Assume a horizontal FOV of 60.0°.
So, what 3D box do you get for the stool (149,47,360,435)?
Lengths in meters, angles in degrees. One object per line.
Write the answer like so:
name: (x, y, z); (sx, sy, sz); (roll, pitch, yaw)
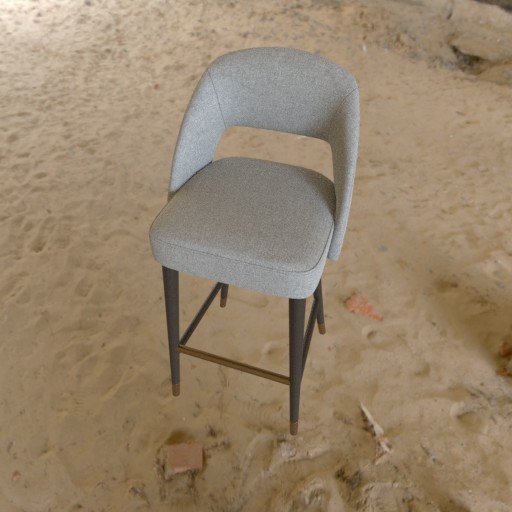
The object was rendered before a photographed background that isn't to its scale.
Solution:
stool: (0.000, 0.000, 1.326); (0.494, 1.037, 0.509); (13, 45, 14)
